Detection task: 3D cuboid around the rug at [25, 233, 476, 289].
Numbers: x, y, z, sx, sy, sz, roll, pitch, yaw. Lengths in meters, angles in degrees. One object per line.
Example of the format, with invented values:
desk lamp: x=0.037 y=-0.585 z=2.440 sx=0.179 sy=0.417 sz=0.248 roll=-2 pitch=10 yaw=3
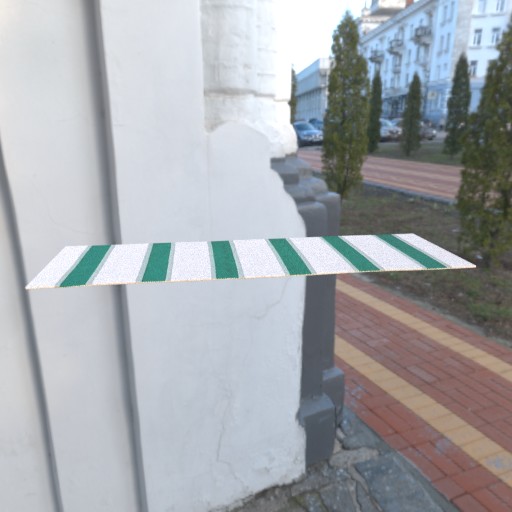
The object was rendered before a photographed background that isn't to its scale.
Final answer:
rug: x=0.000 y=0.000 z=2.736 sx=2.438 sy=0.012 sz=0.768 roll=-2 pitch=17 yaw=-8
